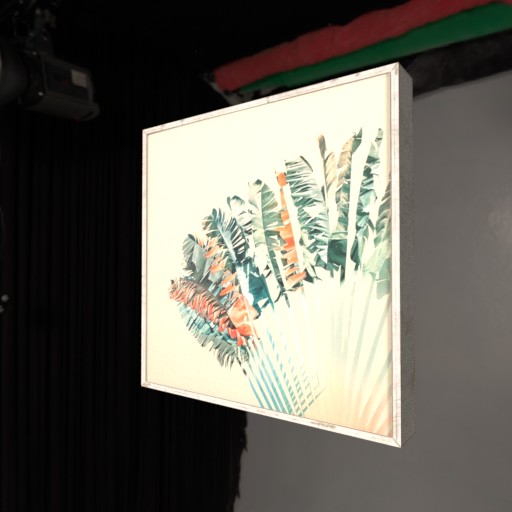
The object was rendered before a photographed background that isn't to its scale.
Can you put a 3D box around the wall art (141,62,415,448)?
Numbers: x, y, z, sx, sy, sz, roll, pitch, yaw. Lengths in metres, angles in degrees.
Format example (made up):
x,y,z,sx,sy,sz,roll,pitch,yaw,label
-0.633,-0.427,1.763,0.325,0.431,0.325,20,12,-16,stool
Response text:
x,y,z,sx,sy,sz,roll,pitch,yaw,label
0.000,0.000,0.452,0.305,0.303,0.038,-1,-1,35,wall art
